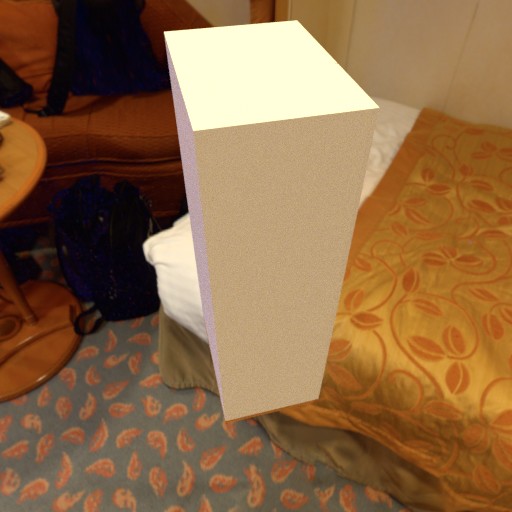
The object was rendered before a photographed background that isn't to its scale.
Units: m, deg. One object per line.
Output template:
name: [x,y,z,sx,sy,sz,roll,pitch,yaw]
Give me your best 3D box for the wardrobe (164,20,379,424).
wardrobe: [0.000,0.000,2.386,0.600,2.040,0.860,-10,46,-10]
